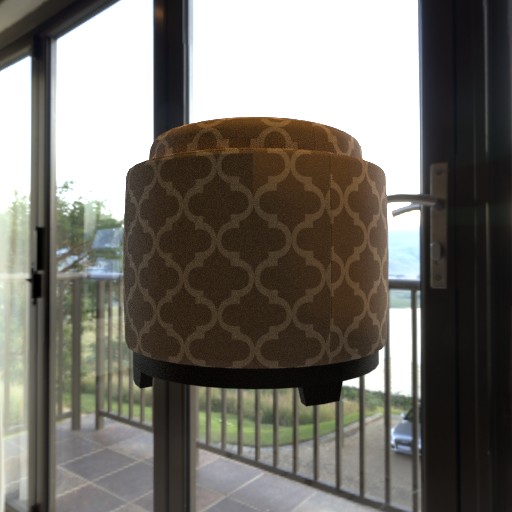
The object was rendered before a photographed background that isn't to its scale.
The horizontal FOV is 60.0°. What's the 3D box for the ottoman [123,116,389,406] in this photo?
[{"bbox_3d":[0.000,0.000,0.837,0.480,0.429,0.480,0,-1,0],"label":"ottoman"}]
